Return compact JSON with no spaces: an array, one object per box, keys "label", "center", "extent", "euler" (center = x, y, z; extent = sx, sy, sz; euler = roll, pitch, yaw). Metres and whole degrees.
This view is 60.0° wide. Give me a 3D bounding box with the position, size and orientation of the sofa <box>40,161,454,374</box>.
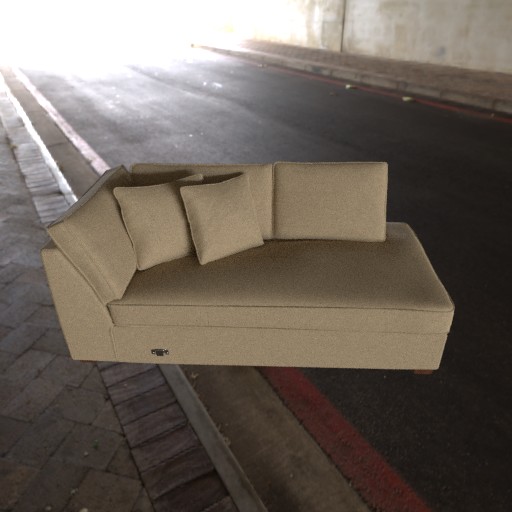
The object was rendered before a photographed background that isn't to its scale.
[{"label":"sofa","center":[0.000,0.000,2.860],"extent":[2.237,1.033,1.110],"euler":[1,30,2]}]
